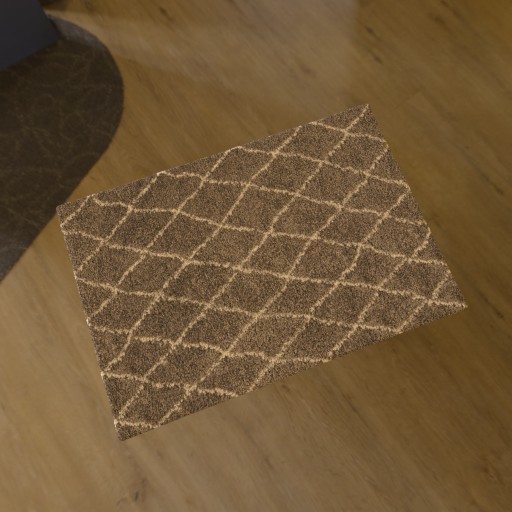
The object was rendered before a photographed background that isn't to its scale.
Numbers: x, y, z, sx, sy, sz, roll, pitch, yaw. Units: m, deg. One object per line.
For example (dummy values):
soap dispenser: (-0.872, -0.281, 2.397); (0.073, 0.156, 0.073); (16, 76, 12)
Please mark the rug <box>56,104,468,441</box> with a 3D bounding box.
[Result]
rug: (0.000, 0.000, 2.249); (1.778, 0.030, 1.219); (-20, 76, -5)
